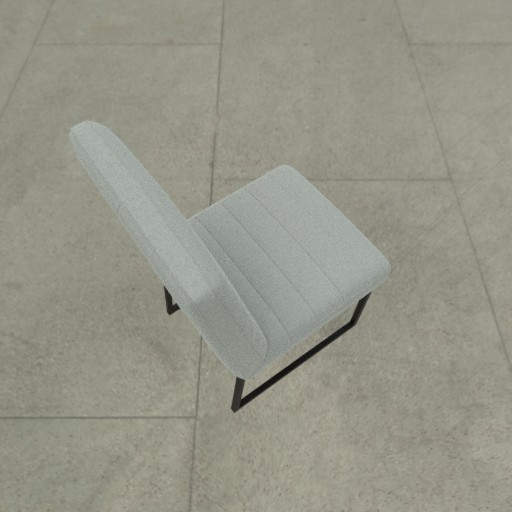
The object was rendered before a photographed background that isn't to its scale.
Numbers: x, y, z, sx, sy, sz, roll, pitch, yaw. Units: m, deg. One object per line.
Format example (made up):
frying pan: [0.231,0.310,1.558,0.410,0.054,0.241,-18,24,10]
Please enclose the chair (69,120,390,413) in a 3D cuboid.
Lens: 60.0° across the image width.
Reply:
chair: [0.000,0.000,1.288,0.634,0.930,0.520,-31,63,-18]
